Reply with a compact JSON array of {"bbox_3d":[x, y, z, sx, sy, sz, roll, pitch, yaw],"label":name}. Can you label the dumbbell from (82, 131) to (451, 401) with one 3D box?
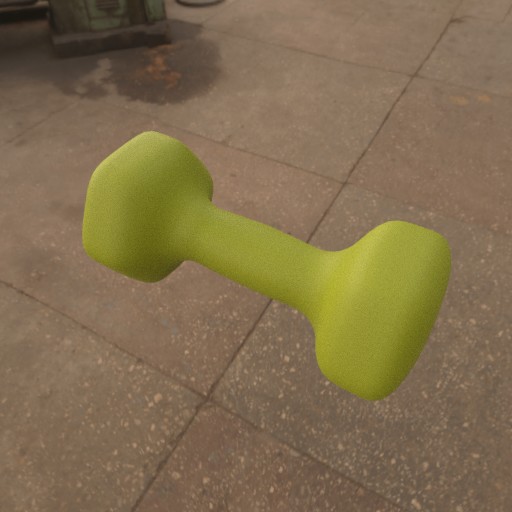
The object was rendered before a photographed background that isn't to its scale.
[{"bbox_3d":[0.000,0.000,0.208,0.164,0.072,0.080,24,52,20],"label":"dumbbell"}]
